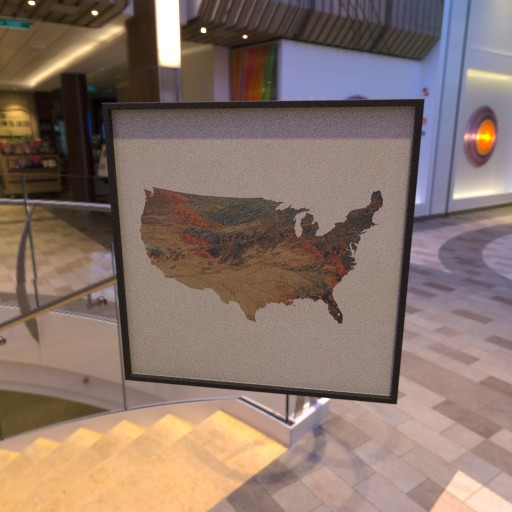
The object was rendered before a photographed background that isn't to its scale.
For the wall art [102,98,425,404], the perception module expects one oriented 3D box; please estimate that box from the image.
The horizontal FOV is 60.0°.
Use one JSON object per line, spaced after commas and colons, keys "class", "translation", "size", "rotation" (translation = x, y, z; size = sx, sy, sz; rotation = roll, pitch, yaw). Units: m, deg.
{"class": "wall art", "translation": [0.000, 0.000, 0.770], "size": [0.507, 0.507, 0.038], "rotation": [2, 15, 9]}
